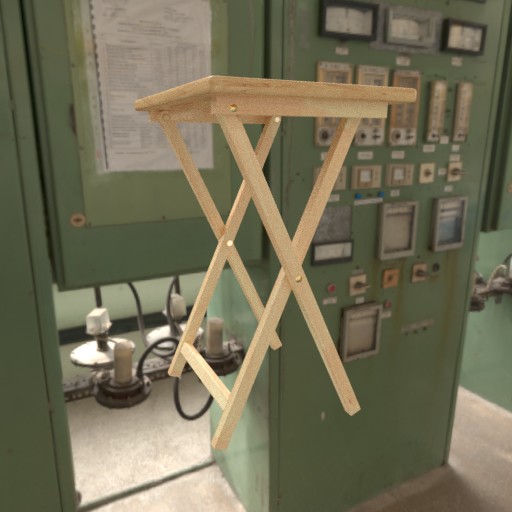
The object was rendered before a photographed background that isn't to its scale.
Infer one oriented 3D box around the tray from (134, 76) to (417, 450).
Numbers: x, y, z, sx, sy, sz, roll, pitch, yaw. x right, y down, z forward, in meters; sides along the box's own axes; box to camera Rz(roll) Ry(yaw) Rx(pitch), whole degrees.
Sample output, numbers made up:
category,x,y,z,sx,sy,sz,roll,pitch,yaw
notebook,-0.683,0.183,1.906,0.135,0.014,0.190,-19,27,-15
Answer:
category,x,y,z,sx,sy,sz,roll,pitch,yaw
tray,0.000,0.000,0.967,0.381,0.660,0.483,-7,17,-26
